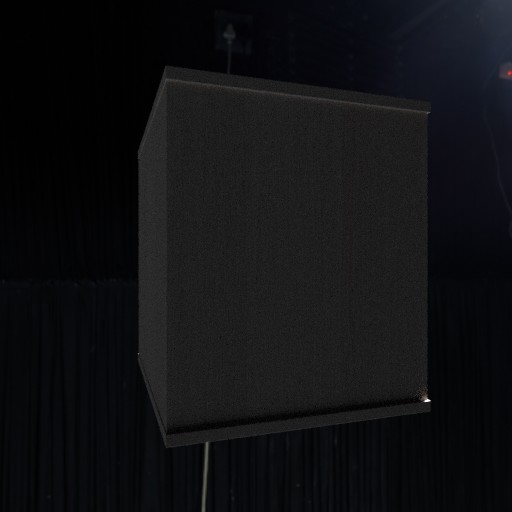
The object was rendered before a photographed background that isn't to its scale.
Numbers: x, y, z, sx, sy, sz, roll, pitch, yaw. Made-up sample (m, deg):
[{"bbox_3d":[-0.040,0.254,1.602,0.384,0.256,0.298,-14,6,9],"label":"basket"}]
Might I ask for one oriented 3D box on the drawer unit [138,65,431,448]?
[{"bbox_3d":[0.000,0.000,0.610,0.290,0.344,0.349,0,0,-19],"label":"drawer unit"}]
